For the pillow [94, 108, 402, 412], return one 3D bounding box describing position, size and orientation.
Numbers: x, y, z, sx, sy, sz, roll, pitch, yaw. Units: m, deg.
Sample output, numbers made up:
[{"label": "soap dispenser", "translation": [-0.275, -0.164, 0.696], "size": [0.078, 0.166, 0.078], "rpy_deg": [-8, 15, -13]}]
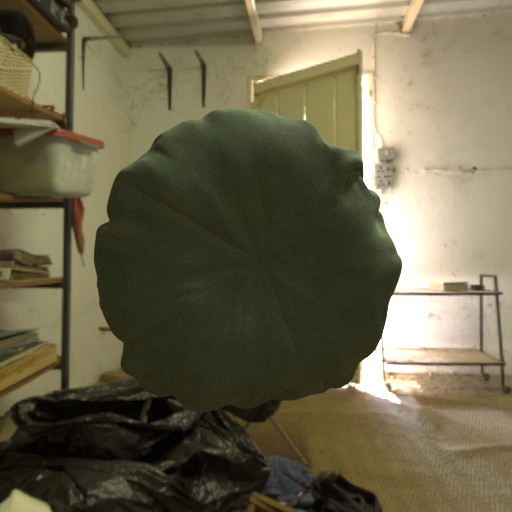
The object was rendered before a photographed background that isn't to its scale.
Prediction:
[{"label": "pillow", "translation": [0.000, 0.000, 0.623], "size": [0.428, 0.407, 0.148], "rpy_deg": [0, 0, -17]}]
